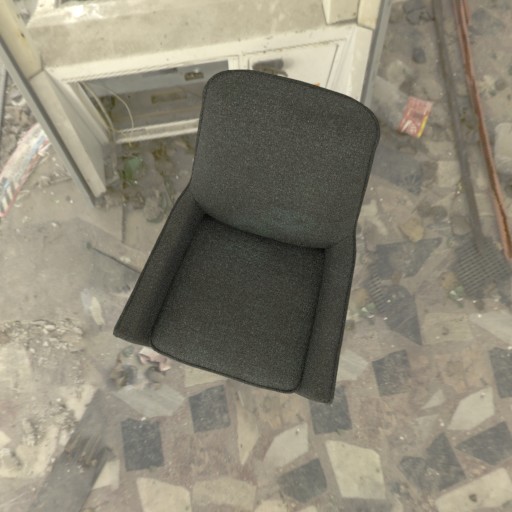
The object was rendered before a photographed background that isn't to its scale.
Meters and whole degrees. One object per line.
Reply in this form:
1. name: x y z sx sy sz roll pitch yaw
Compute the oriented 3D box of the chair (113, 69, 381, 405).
1. chair: 0.000 0.000 1.569 0.763 0.883 0.859 17 77 4
